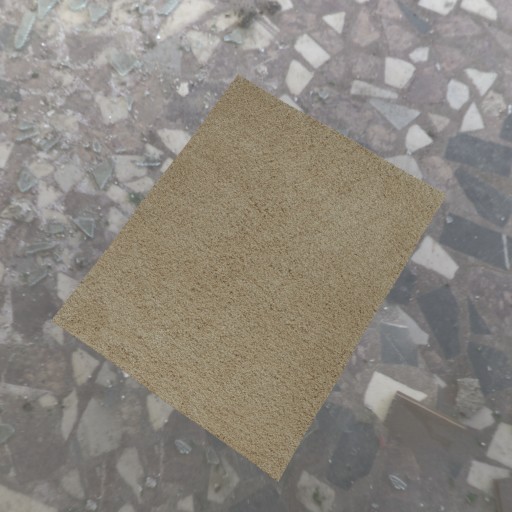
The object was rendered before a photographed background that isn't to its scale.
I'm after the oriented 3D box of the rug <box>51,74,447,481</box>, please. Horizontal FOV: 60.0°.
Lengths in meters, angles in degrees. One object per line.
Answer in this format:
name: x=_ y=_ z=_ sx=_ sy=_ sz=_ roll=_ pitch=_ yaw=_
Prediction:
rug: x=0.000 y=0.000 z=4.097 sx=2.400 sy=0.025 sz=3.000 roll=32 pitch=79 yaw=7
